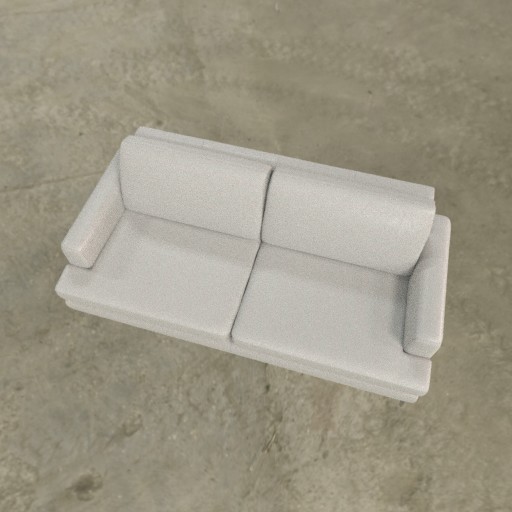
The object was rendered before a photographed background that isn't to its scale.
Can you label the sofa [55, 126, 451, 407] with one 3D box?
[{"bbox_3d":[0.000,0.000,2.394,1.940,0.765,0.974,14,60,8],"label":"sofa"}]
